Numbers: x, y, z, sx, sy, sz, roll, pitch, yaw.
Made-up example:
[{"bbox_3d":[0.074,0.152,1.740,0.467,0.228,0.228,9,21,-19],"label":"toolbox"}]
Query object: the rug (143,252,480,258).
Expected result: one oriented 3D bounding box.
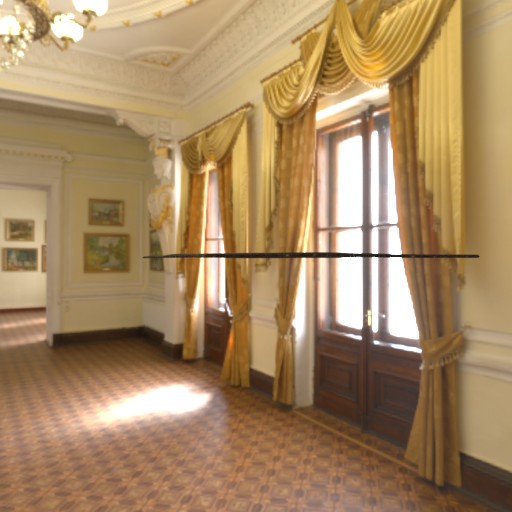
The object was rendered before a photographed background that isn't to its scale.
[{"bbox_3d":[0.000,0.000,3.586,1.522,0.034,3.032,0,0,-19],"label":"rug"}]
